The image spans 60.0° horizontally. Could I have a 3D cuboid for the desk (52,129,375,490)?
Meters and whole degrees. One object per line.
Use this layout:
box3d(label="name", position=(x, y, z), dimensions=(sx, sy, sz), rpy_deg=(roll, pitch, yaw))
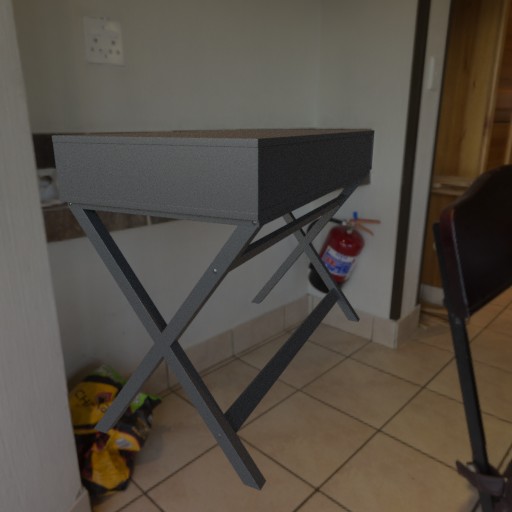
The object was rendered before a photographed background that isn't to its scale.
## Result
box3d(label="desk", position=(0.000, 0.000, 1.449), dimensions=(0.504, 0.780, 1.057), rpy_deg=(8, 18, 24))
